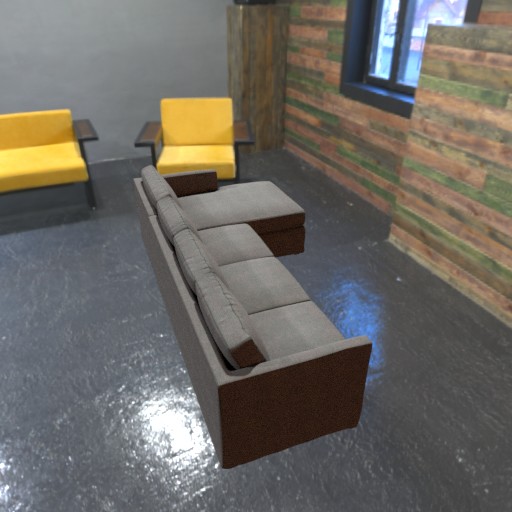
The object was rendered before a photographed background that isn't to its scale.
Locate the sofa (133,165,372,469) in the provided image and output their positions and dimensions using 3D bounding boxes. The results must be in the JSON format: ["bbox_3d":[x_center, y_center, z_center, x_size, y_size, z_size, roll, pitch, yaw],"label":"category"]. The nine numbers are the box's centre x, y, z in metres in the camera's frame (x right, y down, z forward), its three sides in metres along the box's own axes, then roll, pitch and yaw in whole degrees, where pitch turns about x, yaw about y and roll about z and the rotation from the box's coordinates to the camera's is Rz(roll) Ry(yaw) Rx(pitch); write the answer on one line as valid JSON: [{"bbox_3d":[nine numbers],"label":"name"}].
[{"bbox_3d":[0.000,0.000,3.905,1.650,0.922,3.205,-11,32,-18],"label":"sofa"}]
